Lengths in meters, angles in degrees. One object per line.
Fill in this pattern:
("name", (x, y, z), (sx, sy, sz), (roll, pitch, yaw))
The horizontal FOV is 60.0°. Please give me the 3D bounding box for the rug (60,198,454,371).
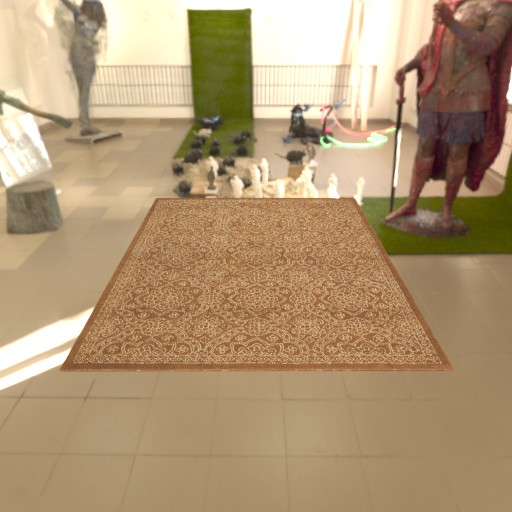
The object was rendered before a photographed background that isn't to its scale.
("rug", (0.000, 0.000, 4.086), (2.441, 0.015, 3.050), (0, 28, 0))
